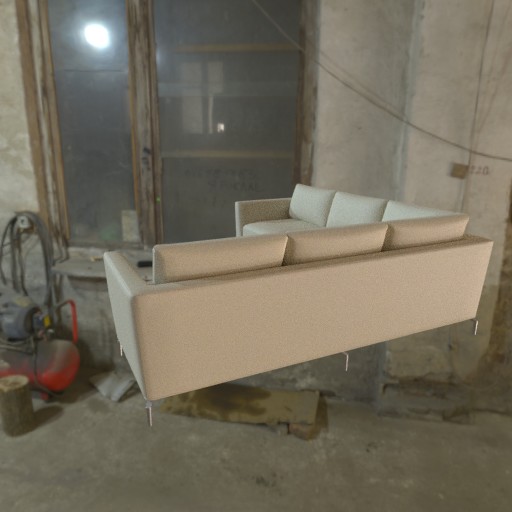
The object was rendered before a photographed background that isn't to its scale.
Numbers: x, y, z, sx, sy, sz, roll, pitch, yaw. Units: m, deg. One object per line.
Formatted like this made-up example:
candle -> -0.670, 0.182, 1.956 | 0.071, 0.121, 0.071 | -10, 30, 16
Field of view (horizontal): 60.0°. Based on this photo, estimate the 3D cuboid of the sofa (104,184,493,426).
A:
sofa -> 0.000, 0.000, 3.592 | 2.448, 0.867, 2.430 | -7, 17, -25
